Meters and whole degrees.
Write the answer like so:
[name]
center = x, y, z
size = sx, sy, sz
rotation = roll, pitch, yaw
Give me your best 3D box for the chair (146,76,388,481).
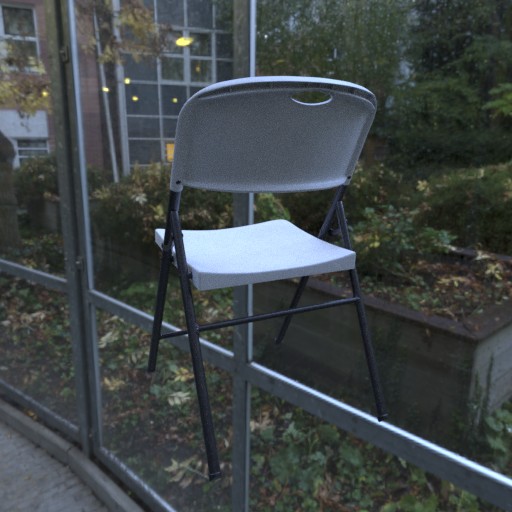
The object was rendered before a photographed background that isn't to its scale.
[chair]
center = 0.000, 0.000, 1.173
size = 0.494, 0.810, 0.566
rotation = -7, 14, -26
